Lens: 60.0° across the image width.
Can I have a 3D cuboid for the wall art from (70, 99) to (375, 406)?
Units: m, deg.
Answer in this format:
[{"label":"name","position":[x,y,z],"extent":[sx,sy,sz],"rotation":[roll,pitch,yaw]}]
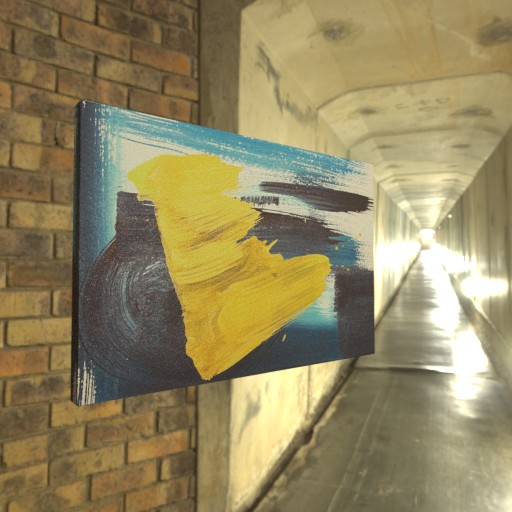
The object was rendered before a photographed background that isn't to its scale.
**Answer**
[{"label":"wall art","position":[0.000,0.000,0.780],"extent":[0.609,0.406,0.033],"rotation":[1,-2,-37]}]
